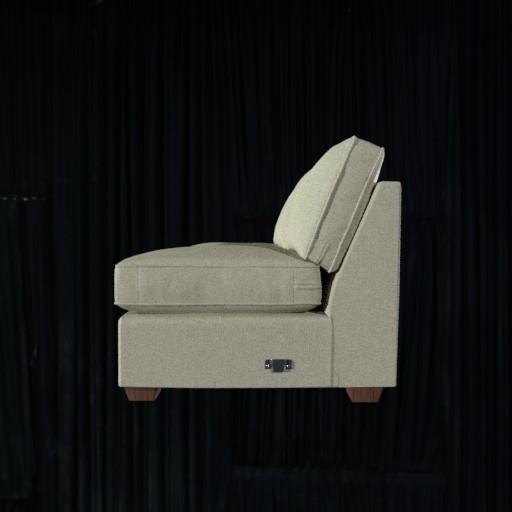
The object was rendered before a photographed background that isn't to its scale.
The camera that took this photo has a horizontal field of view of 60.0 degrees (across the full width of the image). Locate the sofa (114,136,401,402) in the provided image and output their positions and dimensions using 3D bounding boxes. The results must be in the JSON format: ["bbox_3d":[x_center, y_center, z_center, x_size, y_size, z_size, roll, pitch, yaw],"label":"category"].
[{"bbox_3d":[0.000,0.000,2.507,1.027,0.973,1.962,0,2,0],"label":"sofa"}]
